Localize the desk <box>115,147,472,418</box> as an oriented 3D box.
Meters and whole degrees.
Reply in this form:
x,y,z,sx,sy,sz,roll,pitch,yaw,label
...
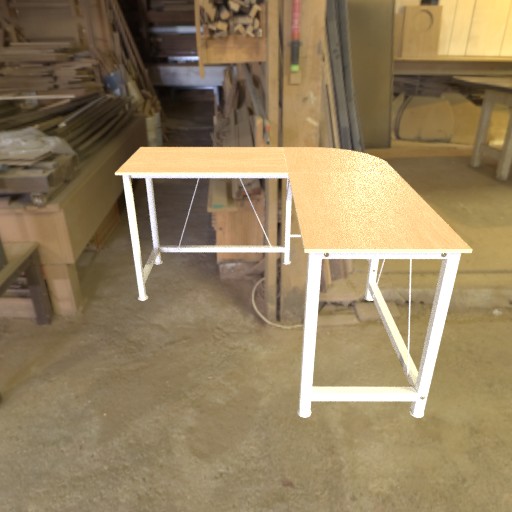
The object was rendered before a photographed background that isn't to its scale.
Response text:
x,y,z,sx,sy,sz,roll,pitch,yaw,label
0.000,0.000,2.227,1.400,0.762,1.400,0,27,0,desk
